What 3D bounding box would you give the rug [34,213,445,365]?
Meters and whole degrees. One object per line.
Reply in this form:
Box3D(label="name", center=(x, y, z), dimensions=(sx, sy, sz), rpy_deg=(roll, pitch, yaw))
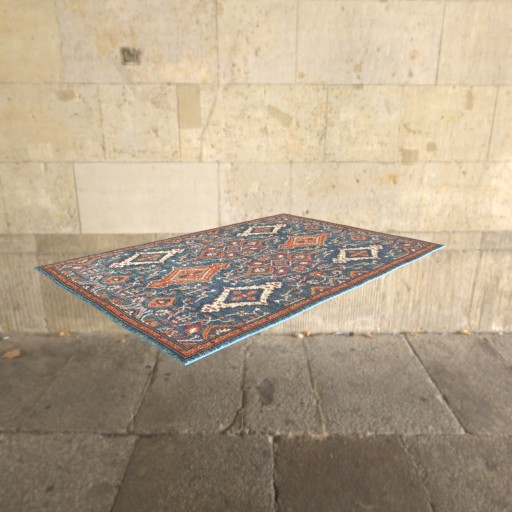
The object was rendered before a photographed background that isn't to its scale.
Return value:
Box3D(label="rug", center=(0.000, 0.000, 3.030), dimensions=(2.373, 0.009, 1.622), rpy_deg=(-16, 24, -42))
